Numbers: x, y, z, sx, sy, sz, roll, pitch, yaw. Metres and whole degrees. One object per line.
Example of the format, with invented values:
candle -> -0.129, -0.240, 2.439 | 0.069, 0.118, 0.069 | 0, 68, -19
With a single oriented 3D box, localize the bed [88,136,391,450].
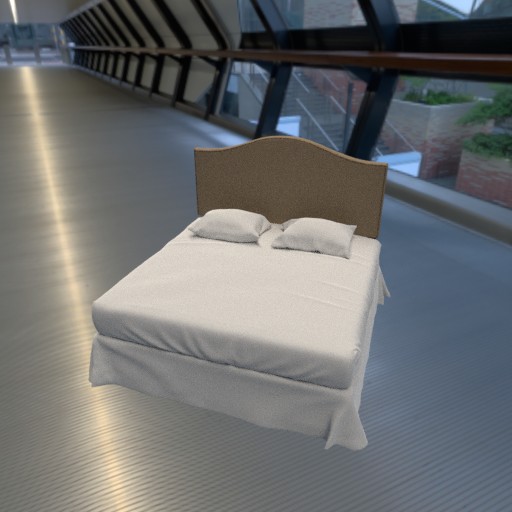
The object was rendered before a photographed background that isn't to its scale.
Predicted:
bed -> 0.000, 0.000, 3.809 | 2.311, 1.651, 2.222 | 9, 28, 17
